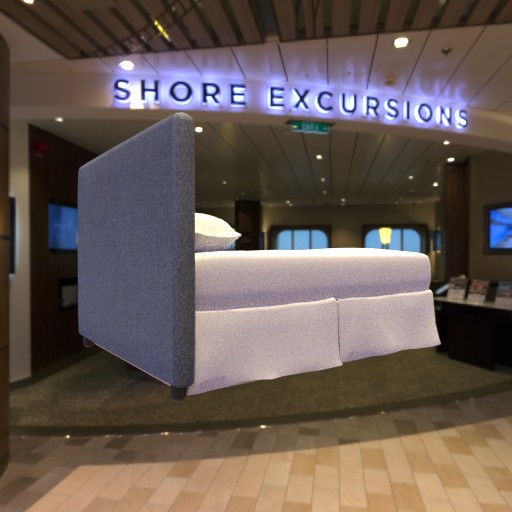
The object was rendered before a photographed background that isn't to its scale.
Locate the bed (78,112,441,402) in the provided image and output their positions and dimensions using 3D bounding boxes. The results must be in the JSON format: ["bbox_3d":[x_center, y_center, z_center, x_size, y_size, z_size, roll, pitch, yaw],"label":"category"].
[{"bbox_3d":[0.000,0.000,3.266,2.142,1.330,1.723,0,1,-36],"label":"bed"}]
